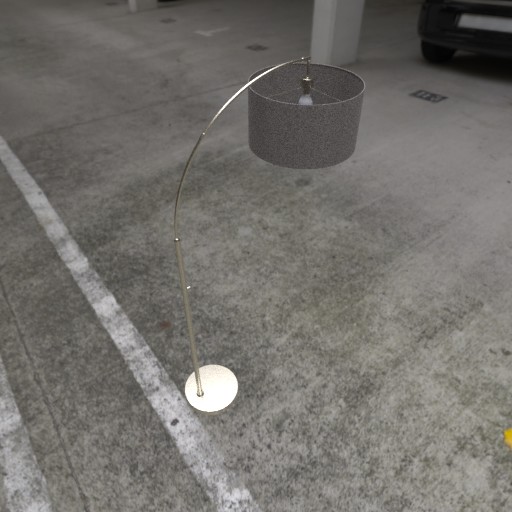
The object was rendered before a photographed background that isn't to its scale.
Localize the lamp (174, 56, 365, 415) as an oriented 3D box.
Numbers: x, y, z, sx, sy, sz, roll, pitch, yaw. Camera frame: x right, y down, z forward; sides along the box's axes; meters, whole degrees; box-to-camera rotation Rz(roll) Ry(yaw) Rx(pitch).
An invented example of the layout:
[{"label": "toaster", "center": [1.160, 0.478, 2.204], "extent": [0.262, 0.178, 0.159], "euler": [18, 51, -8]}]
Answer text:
[{"label": "lamp", "center": [0.000, 0.000, 2.122], "extent": [0.934, 1.735, 0.452], "euler": [-26, 47, -26]}]
